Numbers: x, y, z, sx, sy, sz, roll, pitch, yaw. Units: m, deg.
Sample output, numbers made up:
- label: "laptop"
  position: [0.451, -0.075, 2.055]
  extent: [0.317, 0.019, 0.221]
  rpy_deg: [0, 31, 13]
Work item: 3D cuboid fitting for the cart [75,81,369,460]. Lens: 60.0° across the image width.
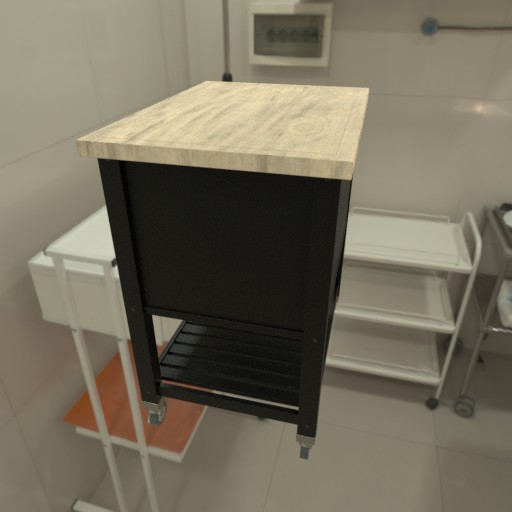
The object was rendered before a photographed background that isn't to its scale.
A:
- label: "cart"
  position: [0.000, 0.000, 1.421]
  extent: [0.567, 0.920, 0.797]
  rpy_deg: [7, 31, 13]
